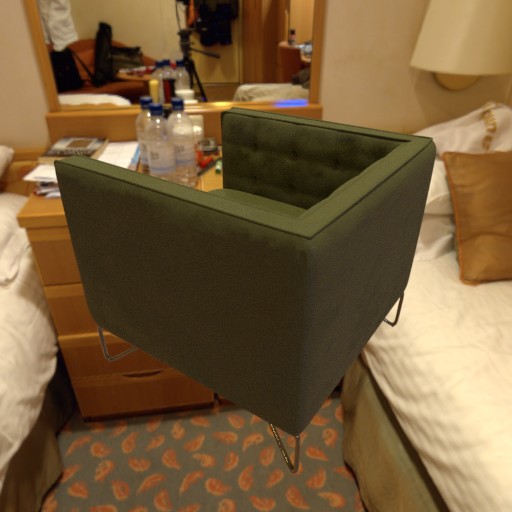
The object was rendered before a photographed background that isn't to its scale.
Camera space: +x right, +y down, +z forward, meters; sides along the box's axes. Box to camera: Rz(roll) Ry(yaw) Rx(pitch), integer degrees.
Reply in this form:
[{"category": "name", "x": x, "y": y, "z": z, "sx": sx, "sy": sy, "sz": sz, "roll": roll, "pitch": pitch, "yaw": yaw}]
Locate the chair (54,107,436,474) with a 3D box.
[{"category": "chair", "x": 0.000, "y": 0.000, "z": 1.571, "sx": 0.894, "sy": 0.790, "sz": 0.880, "roll": 20, "pitch": 36, "yaw": 30}]
